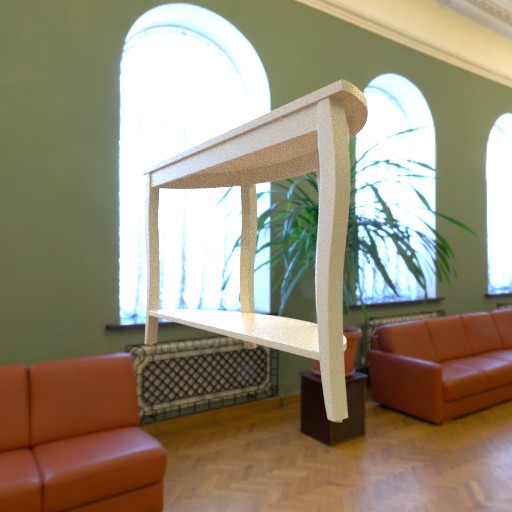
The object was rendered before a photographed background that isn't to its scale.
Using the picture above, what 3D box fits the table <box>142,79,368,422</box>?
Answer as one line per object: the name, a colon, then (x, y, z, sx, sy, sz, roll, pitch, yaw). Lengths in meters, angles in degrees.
table: (0.000, 0.000, 1.599, 0.394, 0.780, 1.219, 0, -1, -35)
